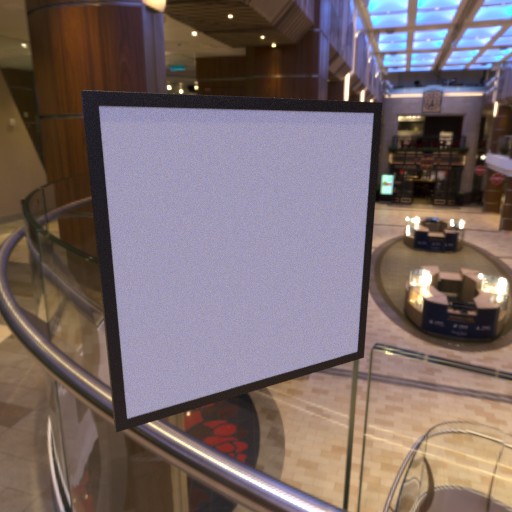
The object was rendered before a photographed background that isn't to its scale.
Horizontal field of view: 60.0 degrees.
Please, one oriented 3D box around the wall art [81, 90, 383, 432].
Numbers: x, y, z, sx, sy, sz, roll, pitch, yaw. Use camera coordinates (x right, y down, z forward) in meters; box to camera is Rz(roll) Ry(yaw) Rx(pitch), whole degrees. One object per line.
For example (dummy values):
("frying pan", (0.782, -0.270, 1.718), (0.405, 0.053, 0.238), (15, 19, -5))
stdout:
("wall art", (0.000, 0.000, 1.197), (0.807, 0.807, 0.022), (-8, 18, -27))
